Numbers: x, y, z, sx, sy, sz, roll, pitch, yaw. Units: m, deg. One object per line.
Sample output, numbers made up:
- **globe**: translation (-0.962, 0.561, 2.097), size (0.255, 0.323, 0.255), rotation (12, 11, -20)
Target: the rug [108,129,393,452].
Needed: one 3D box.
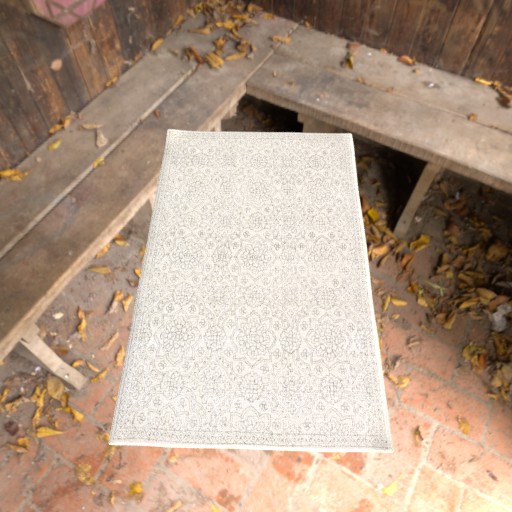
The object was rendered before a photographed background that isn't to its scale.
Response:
- **rug**: translation (0.000, 0.000, 2.400), size (1.214, 0.023, 1.947), rotation (1, 58, 1)
